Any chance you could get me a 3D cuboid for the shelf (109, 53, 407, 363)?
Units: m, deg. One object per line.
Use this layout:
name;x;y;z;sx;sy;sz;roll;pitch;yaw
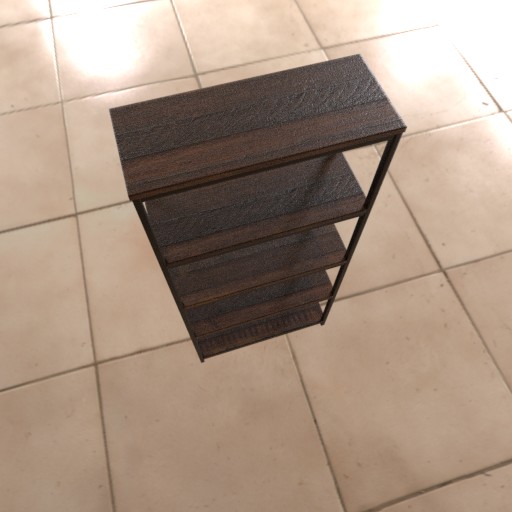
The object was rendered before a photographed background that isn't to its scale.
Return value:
shelf;0.000;0.000;2.220;0.874;1.860;0.359;-16;63;-8
